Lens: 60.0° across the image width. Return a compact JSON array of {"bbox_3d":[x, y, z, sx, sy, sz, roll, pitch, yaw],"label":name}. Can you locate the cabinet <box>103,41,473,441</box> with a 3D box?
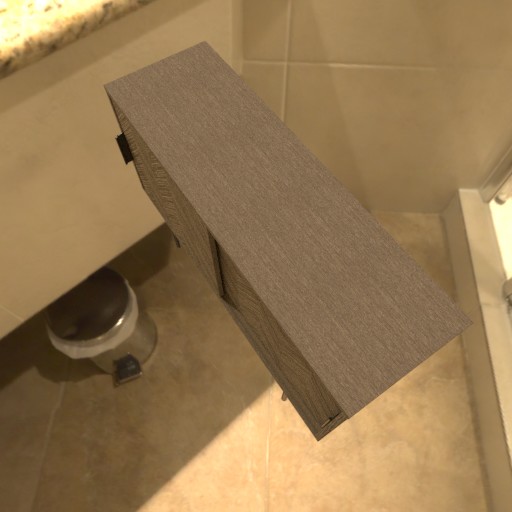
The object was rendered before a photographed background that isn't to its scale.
[{"bbox_3d":[0.000,0.000,1.549,0.405,0.787,1.194,-31,67,-15],"label":"cabinet"}]
